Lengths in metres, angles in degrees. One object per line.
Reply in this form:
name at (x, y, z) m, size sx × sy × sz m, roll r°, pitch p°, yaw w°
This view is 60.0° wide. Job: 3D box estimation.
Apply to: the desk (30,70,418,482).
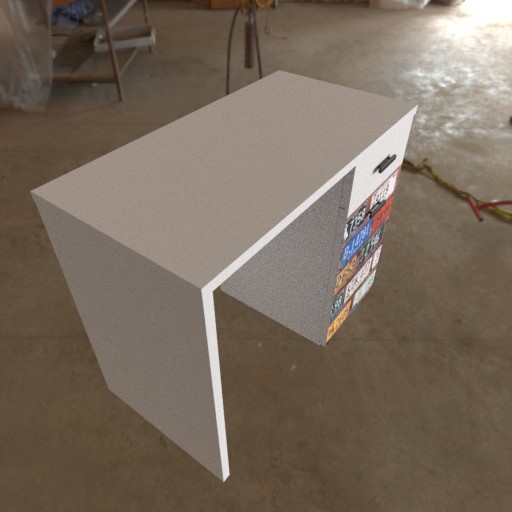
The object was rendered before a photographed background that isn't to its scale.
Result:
desk at (0.000, 0.000, 1.307) m, size 0.482 × 0.730 × 0.898 m, roll 26°, pitch 48°, yaw 27°
